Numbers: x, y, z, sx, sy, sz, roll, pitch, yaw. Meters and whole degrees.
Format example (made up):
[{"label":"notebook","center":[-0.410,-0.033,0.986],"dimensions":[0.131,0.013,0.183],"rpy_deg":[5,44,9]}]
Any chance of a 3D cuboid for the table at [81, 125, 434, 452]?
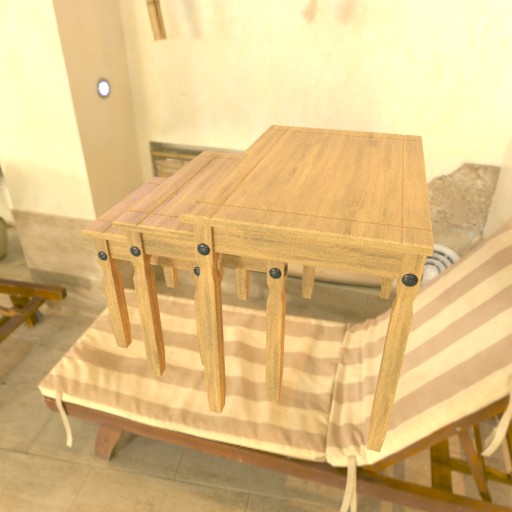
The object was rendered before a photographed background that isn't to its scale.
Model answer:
[{"label":"table","center":[0.000,0.000,1.195],"dimensions":[0.773,0.535,0.660],"rpy_deg":[8,32,14]}]
